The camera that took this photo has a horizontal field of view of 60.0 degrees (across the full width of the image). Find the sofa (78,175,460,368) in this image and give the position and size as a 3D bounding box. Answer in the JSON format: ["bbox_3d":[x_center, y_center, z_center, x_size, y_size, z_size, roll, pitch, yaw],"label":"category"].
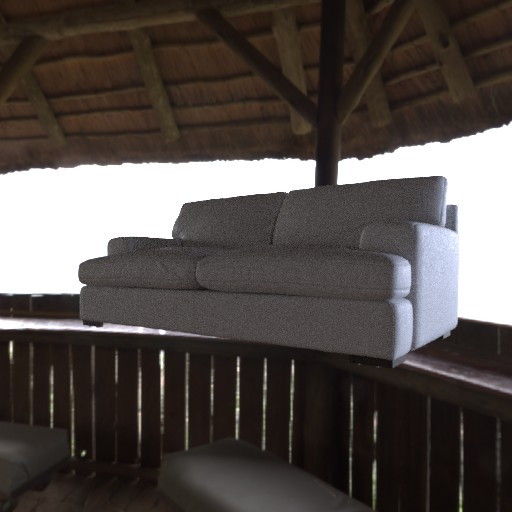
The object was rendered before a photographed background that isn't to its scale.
[{"bbox_3d":[0.000,0.000,2.810,2.261,0.940,1.143,-1,-1,36],"label":"sofa"}]
